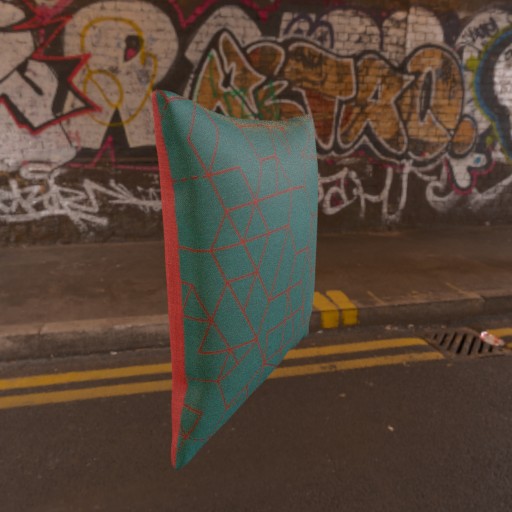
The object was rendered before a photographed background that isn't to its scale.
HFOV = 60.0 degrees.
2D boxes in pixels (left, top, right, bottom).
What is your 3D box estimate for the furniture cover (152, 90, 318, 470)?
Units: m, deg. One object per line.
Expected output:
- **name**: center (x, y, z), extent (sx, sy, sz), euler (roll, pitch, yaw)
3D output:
- **furniture cover**: center (0.000, 0.000, 0.787), extent (0.158, 0.508, 0.517), euler (7, 16, 25)
